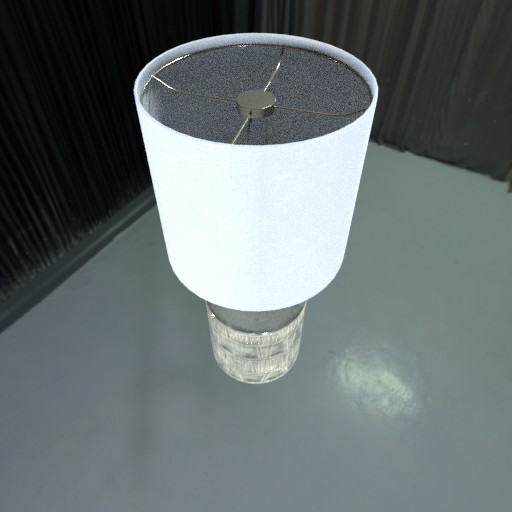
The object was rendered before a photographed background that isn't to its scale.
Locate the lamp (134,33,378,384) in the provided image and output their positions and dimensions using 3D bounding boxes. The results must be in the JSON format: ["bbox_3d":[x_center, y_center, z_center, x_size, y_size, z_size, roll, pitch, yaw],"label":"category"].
[{"bbox_3d":[0.000,0.000,0.555,0.211,0.455,0.211,23,51,20],"label":"lamp"}]
